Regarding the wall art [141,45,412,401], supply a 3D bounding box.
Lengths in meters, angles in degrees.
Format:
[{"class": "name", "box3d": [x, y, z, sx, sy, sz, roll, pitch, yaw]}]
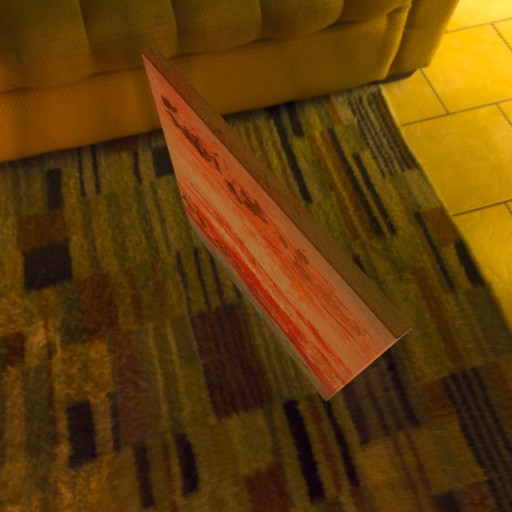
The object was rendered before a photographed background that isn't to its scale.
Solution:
[{"class": "wall art", "box3d": [0.000, 0.000, 1.124, 0.035, 0.747, 0.747, -34, 70, -15]}]
